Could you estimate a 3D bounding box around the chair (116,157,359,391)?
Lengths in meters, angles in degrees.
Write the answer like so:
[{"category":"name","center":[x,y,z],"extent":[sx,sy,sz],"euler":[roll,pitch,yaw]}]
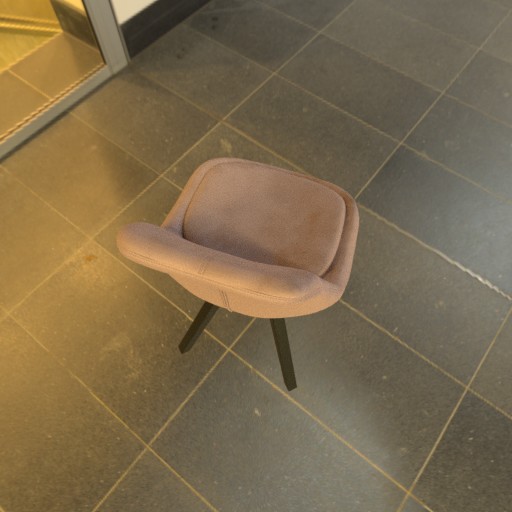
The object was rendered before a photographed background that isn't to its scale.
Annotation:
[{"category":"chair","center":[0.000,0.000,1.169],"extent":[0.483,0.865,0.547],"euler":[17,64,9]}]
